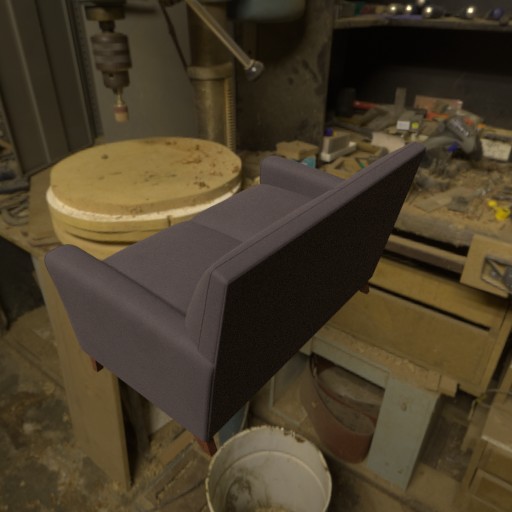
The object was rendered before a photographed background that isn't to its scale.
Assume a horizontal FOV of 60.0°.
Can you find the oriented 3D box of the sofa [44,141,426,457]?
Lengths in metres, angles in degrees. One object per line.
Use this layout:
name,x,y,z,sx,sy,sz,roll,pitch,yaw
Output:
sofa,0.000,0.000,1.943,0.871,0.846,1.420,22,37,32
